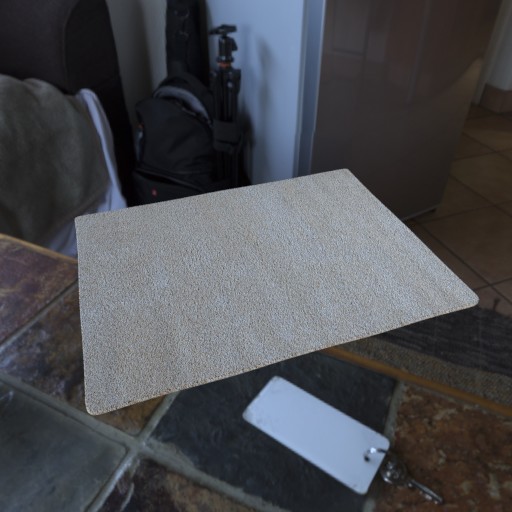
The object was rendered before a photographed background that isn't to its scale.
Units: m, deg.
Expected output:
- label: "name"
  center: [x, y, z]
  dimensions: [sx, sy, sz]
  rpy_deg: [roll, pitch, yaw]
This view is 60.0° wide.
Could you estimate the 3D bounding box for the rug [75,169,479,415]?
- label: "rug"
  center: [0.000, 0.000, 2.100]
  dimensions: [1.600, 0.025, 1.199]
  rpy_deg: [-13, 42, -15]
